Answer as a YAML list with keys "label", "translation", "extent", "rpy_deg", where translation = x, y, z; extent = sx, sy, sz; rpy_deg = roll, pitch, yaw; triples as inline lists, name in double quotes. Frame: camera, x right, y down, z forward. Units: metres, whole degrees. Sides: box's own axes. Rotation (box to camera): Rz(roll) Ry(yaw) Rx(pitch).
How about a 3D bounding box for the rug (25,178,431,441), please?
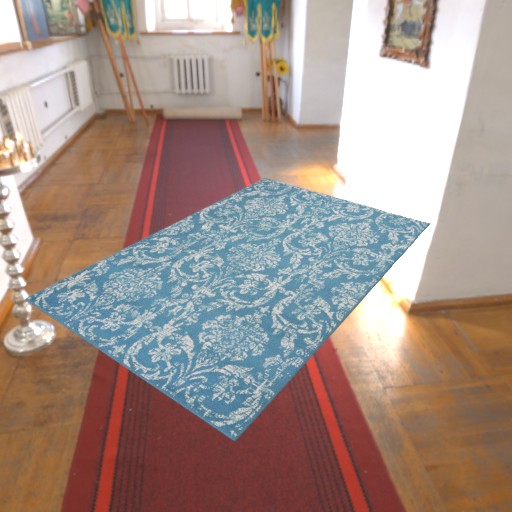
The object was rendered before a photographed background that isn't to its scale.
- label: "rug"
  translation: [0.000, 0.000, 3.446]
  extent: [1.816, 0.018, 2.746]
  rpy_deg: [21, 37, 31]
